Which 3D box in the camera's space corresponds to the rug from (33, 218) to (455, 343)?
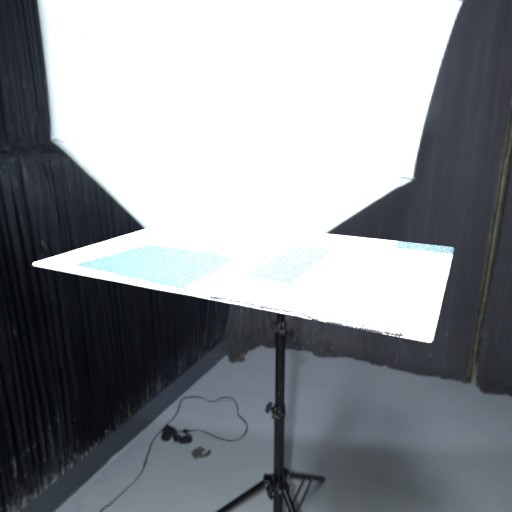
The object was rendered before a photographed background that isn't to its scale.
[{"bbox_3d":[0.000,0.000,2.316,1.847,0.020,1.238,8,18,25],"label":"rug"}]
